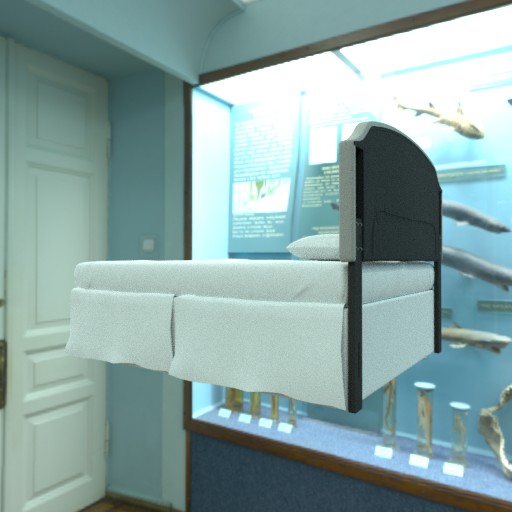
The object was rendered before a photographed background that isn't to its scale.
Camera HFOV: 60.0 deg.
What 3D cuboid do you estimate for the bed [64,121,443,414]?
[{"bbox_3d":[0.000,0.000,2.921,1.999,1.270,1.558,0,-1,35],"label":"bed"}]
